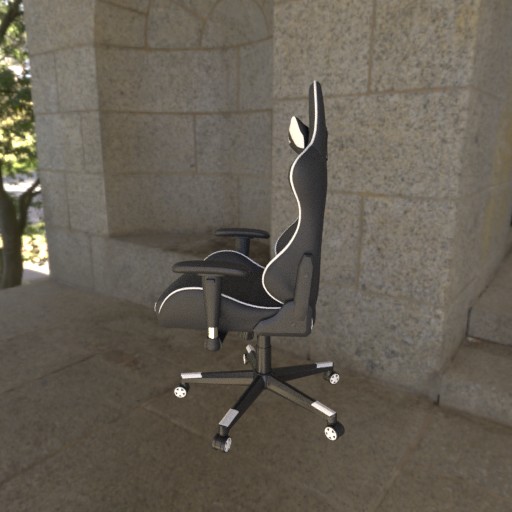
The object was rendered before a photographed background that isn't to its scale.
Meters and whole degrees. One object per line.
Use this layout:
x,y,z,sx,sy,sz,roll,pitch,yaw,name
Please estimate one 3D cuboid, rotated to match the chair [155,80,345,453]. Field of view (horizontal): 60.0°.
0.000,0.000,1.688,0.700,1.240,0.700,2,14,8,chair
